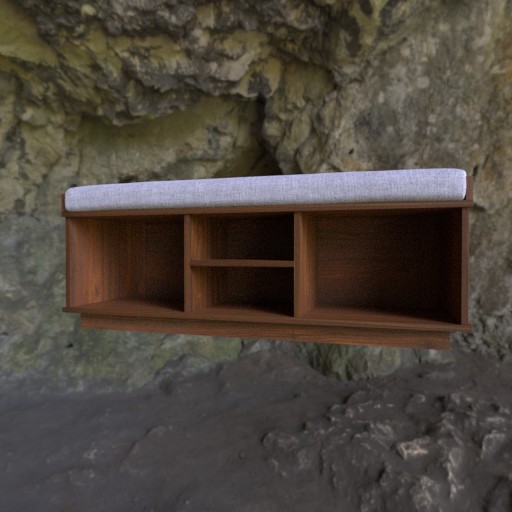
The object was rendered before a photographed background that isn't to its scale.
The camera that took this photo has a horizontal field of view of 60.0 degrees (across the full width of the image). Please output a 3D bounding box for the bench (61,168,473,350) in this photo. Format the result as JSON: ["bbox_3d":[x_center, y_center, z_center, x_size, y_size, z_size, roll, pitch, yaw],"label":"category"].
[{"bbox_3d":[0.000,0.000,1.404,1.196,0.468,0.367,0,1,17],"label":"bench"}]
